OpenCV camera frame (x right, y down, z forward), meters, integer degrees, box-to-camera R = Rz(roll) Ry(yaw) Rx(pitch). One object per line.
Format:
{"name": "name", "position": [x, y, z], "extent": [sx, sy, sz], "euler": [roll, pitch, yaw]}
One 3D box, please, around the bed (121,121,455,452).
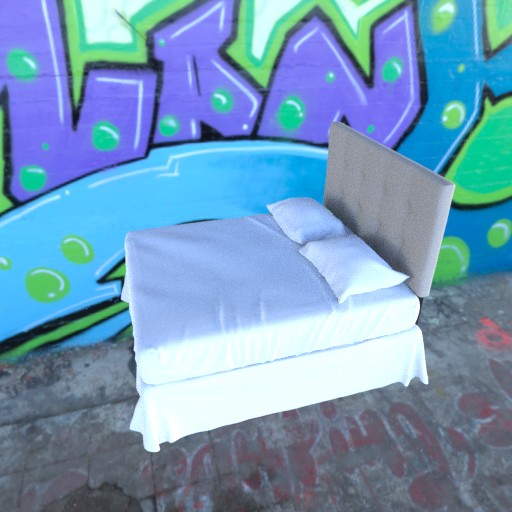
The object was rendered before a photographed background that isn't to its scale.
{"name": "bed", "position": [0.000, 0.000, 3.481], "extent": [2.222, 1.577, 1.936], "euler": [-9, 32, -14]}
